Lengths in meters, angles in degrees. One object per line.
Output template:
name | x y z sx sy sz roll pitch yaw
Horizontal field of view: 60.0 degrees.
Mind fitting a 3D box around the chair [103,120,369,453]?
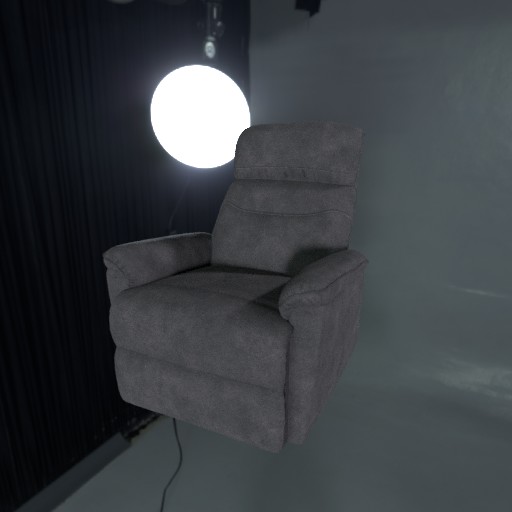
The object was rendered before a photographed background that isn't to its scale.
chair | 0.000 0.000 1.743 0.830 1.035 1.009 8 17 26
